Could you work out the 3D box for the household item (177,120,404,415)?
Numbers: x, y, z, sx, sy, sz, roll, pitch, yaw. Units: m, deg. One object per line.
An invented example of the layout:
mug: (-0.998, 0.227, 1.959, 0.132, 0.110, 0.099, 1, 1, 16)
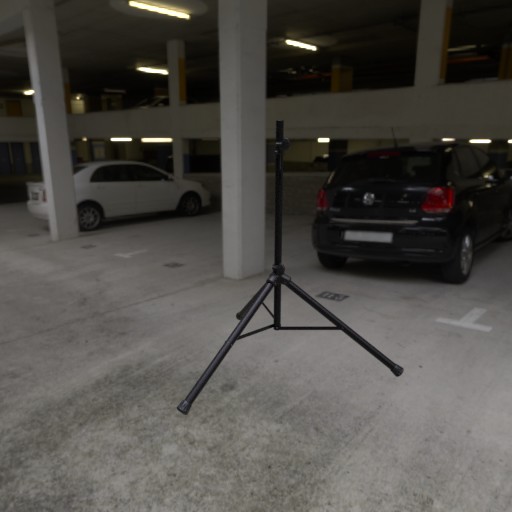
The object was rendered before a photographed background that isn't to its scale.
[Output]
household item: (0.000, 0.000, 1.926, 1.045, 1.136, 0.907, 13, 20, 41)
